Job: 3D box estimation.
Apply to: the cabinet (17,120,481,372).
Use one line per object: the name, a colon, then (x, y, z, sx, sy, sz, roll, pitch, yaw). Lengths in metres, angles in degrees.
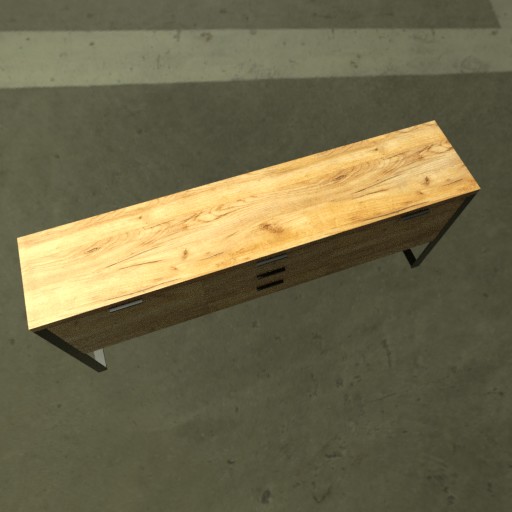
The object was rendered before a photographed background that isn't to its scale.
cabinet: (0.000, 0.000, 2.088, 1.800, 0.762, 0.395, -17, 66, -8)
